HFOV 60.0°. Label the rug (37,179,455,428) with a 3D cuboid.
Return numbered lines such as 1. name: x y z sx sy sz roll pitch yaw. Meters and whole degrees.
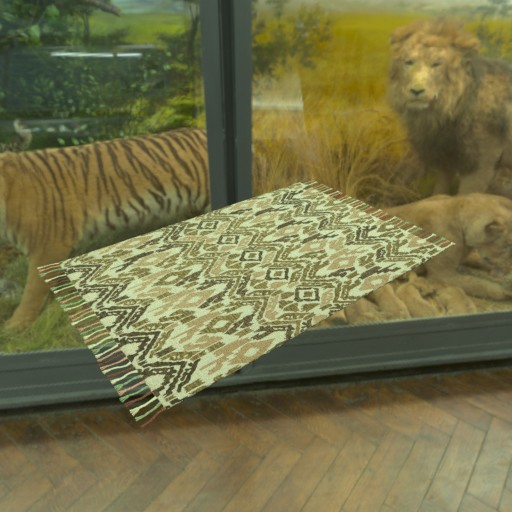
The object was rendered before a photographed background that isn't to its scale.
1. rug: 0.000 0.000 2.993 2.438 0.008 1.524 -23 39 -31
